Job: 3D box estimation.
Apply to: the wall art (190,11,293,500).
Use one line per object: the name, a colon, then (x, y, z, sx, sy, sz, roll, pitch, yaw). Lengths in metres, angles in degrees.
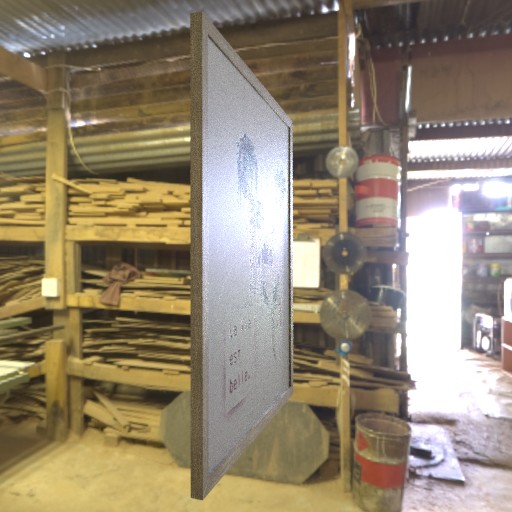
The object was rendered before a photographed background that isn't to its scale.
wall art: (0.000, 0.000, 1.299, 0.035, 1.022, 0.781, 0, -1, 18)
